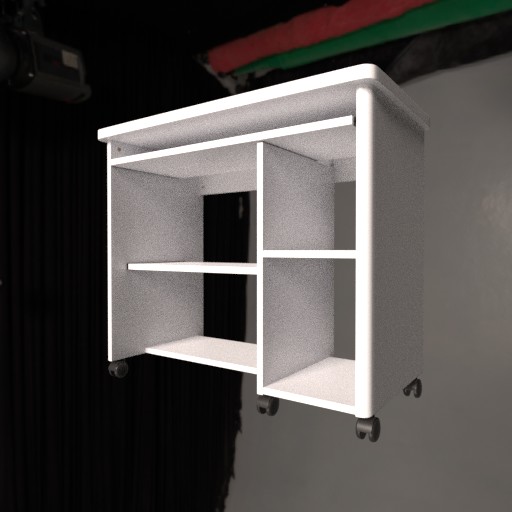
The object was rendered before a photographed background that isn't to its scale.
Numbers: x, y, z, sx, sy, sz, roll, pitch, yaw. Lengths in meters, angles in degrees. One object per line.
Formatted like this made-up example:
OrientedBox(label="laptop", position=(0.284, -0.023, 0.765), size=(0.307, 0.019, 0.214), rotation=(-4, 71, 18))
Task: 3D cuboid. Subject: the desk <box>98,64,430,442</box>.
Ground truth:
OrientedBox(label="desk", position=(0.000, 0.000, 1.301), size=(0.877, 0.763, 0.475), rotation=(1, 1, 35))
